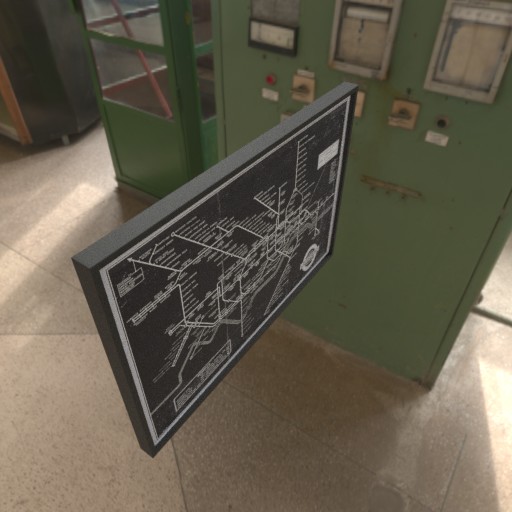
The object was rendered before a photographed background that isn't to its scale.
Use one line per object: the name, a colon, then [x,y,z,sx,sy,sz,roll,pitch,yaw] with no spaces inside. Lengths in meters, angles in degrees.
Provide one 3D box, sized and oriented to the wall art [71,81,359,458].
wall art: [0.000,0.000,0.558,0.021,0.301,0.443,25,47,26]
